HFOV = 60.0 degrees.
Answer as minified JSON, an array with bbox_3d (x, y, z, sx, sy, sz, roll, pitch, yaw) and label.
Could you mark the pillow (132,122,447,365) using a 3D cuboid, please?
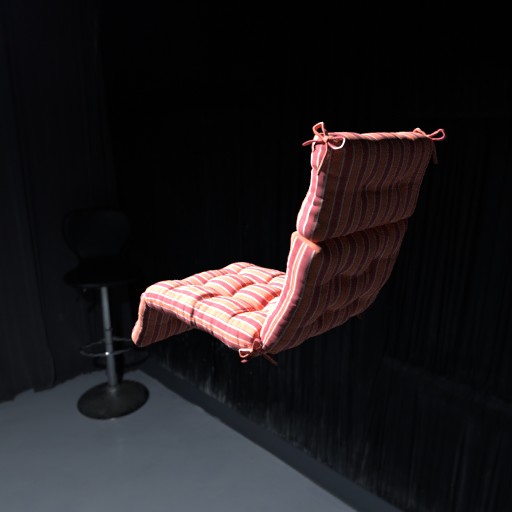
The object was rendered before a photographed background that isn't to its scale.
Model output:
[{"bbox_3d":[0.000,0.000,1.523,0.526,0.863,1.016,-15,21,-42],"label":"pillow"}]
